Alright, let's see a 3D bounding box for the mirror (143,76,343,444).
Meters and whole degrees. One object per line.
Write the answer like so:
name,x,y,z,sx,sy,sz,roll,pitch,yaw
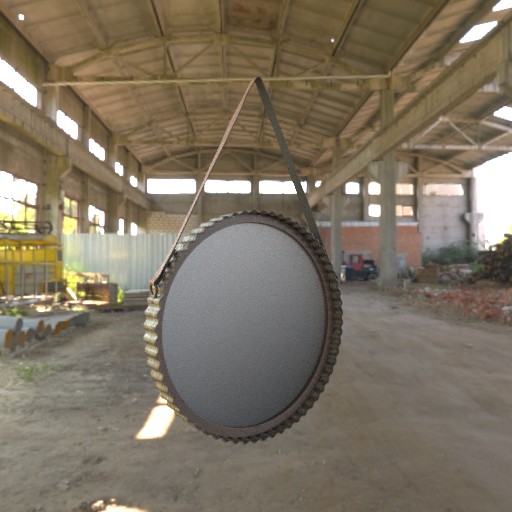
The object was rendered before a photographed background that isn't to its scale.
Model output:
mirror,0.000,0.000,0.700,0.355,0.568,0.042,1,-2,-36
